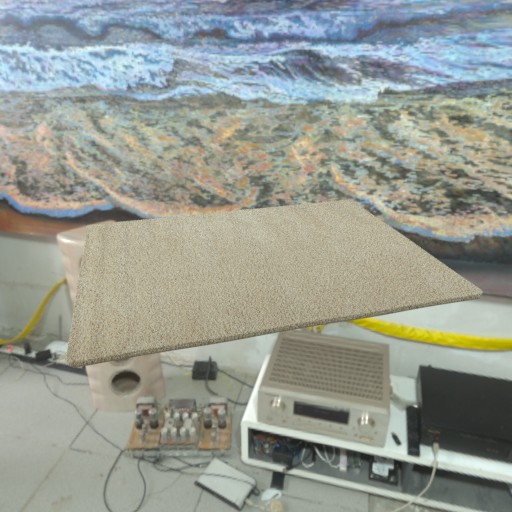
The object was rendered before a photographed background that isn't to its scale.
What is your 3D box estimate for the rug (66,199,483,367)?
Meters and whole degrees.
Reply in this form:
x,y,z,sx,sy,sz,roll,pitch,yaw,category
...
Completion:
x,y,z,sx,sy,sz,roll,pitch,yaw,category
0.000,0.000,2.119,1.600,0.025,1.199,-7,27,-14,rug
